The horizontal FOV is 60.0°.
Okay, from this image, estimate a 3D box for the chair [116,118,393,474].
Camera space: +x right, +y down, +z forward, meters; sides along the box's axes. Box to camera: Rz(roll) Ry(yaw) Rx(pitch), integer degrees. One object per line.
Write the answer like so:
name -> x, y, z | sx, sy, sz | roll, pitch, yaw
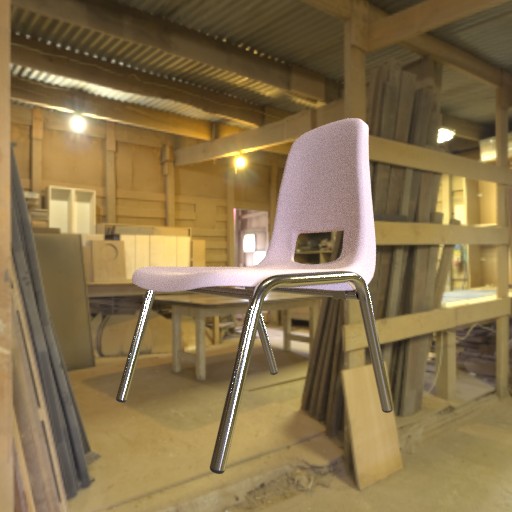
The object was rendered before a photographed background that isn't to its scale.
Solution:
chair -> 0.000, 0.000, 0.789 | 0.385, 0.537, 0.354 | 0, -1, -37
